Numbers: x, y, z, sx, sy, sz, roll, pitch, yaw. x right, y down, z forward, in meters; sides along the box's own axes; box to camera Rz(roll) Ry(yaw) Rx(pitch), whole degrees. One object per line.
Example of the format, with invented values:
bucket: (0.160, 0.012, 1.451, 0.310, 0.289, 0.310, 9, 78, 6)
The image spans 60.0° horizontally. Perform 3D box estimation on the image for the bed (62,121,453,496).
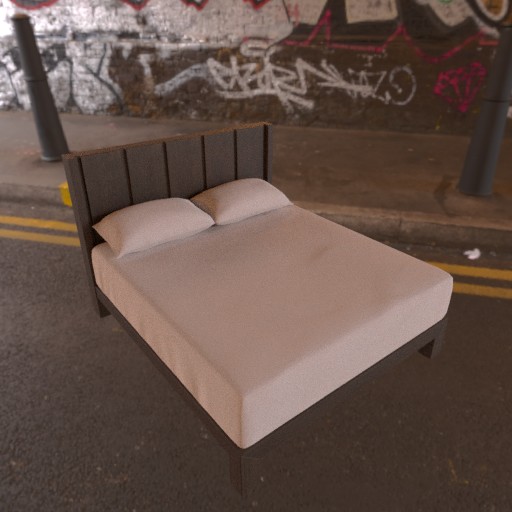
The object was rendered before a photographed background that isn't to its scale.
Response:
bed: (0.000, 0.000, 3.032, 1.735, 1.261, 1.992, -20, 34, -33)
